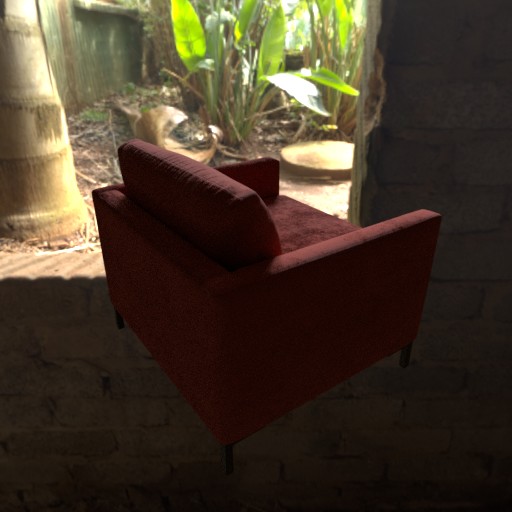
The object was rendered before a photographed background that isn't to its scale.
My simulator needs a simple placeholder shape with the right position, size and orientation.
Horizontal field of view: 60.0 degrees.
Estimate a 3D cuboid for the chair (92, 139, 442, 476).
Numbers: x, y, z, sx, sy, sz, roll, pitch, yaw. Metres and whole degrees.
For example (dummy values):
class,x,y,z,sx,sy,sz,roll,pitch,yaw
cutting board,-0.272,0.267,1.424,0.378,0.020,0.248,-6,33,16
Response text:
class,x,y,z,sx,sy,sz,roll,pitch,yaw
chair,0.000,0.000,1.646,0.875,0.812,0.964,-18,32,-31
